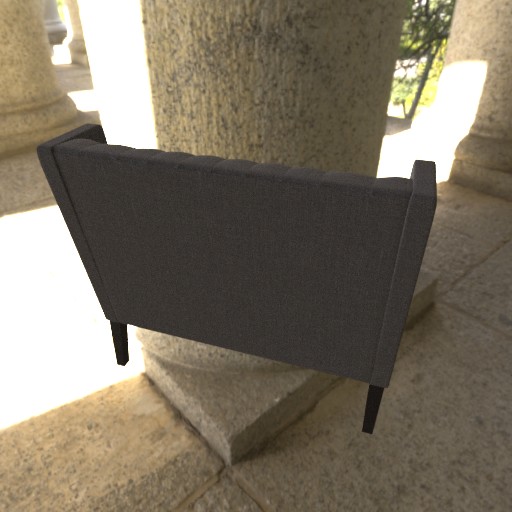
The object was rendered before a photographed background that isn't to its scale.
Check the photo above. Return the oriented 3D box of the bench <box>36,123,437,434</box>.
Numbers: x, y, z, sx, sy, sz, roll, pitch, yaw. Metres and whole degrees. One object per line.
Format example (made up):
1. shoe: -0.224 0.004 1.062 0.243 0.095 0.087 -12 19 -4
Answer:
1. bench: 0.000 0.000 1.923 1.276 1.121 0.842 10 34 15
